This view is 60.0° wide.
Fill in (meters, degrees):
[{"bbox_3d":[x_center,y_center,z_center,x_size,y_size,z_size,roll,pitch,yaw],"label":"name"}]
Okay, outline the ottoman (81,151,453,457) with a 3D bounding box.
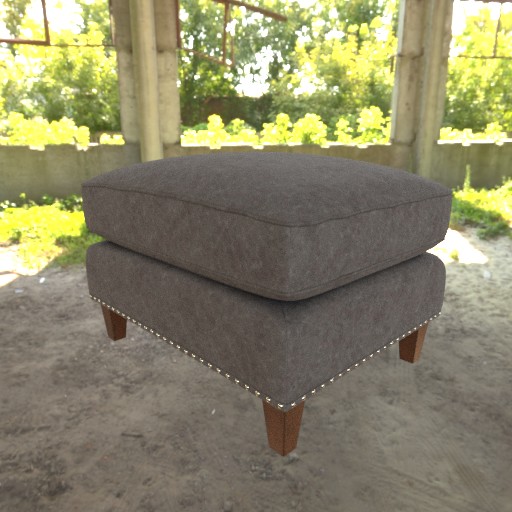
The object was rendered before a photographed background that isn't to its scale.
[{"bbox_3d":[0.000,0.000,1.125,0.584,0.513,0.741,-15,21,-42],"label":"ottoman"}]
